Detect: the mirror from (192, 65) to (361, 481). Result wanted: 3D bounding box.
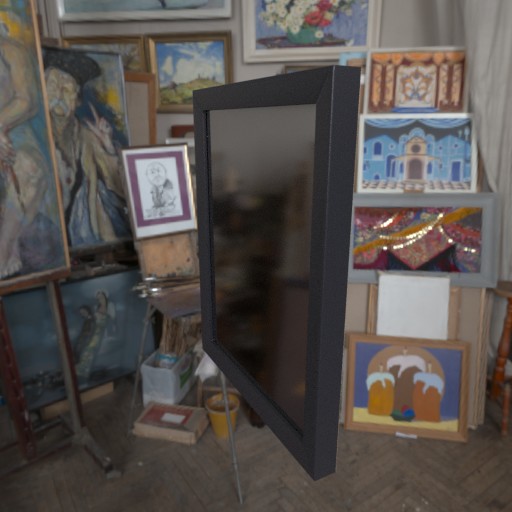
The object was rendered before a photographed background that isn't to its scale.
[{"bbox_3d":[0.000,0.000,0.692,0.041,0.508,0.405,-9,19,-27],"label":"mirror"}]
